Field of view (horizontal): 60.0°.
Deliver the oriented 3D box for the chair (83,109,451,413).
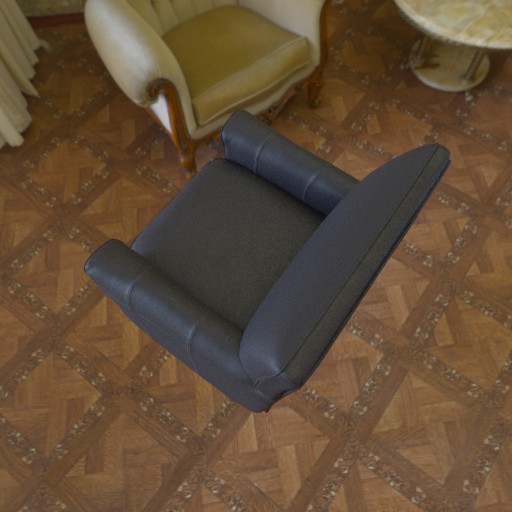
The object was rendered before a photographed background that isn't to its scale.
[{"bbox_3d":[0.000,0.000,1.620,0.825,0.943,0.870,33,67,16],"label":"chair"}]
